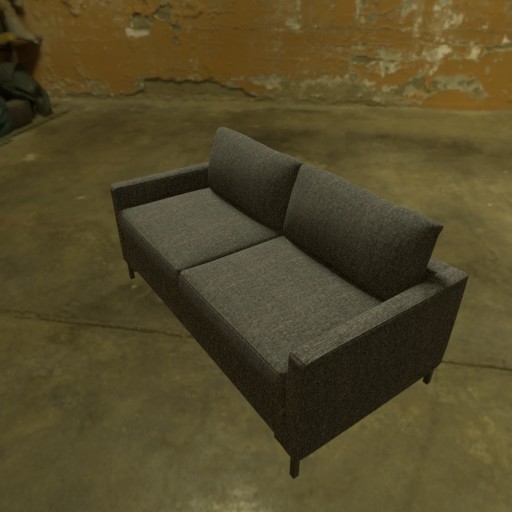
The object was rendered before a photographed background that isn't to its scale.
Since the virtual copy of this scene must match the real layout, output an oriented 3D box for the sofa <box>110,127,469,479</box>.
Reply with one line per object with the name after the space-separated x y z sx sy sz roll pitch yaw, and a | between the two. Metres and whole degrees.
0.000 0.000 2.199 0.866 0.862 1.716 -20 37 -29 | sofa
